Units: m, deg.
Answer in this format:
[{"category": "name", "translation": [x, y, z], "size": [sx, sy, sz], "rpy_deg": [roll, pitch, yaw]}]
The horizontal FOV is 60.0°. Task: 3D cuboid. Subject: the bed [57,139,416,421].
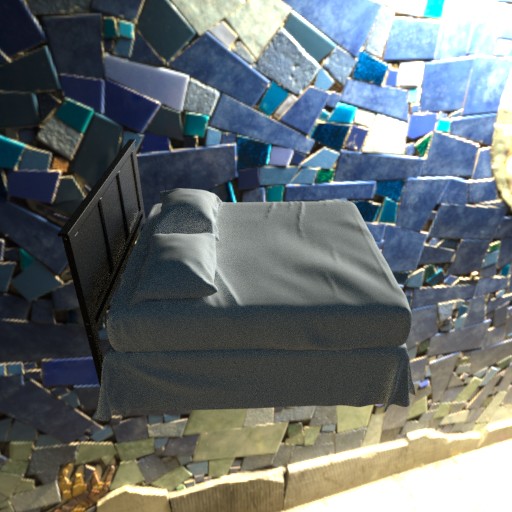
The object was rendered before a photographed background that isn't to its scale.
[{"category": "bed", "translation": [0.000, 0.000, 3.263], "size": [2.050, 1.270, 1.870], "rpy_deg": [-1, 31, -1]}]
